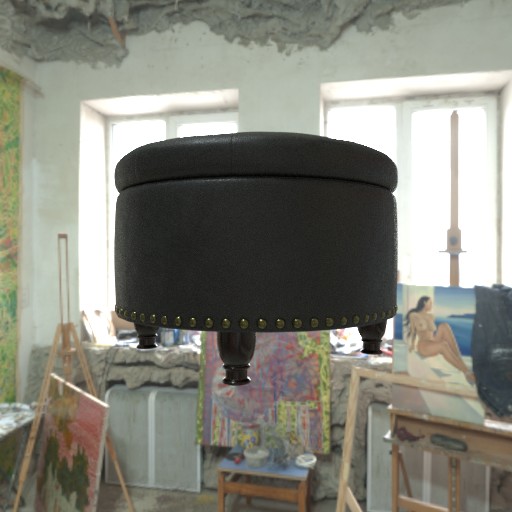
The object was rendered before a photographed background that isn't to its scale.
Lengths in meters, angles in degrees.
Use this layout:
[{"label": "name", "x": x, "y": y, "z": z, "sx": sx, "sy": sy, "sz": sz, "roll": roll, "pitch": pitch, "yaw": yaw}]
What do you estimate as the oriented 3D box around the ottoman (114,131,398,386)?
[{"label": "ottoman", "x": 0.000, "y": 0.000, "z": 1.044, "sx": 0.637, "sy": 0.442, "sz": 0.637, "roll": 0, "pitch": 0, "yaw": 0}]
